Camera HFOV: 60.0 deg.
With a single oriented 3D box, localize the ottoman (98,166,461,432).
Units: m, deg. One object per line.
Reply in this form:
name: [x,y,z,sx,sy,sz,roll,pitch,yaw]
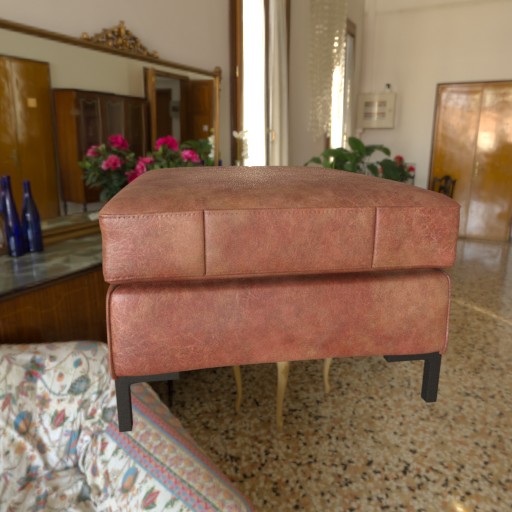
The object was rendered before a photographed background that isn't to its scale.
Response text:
ottoman: [0.000,0.000,1.736,0.965,0.667,1.186,-2,15,-9]
